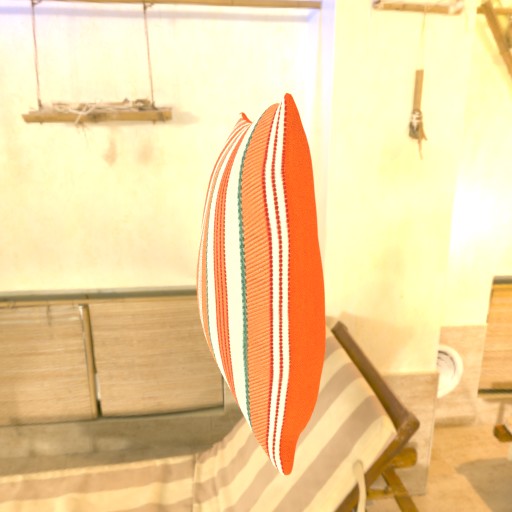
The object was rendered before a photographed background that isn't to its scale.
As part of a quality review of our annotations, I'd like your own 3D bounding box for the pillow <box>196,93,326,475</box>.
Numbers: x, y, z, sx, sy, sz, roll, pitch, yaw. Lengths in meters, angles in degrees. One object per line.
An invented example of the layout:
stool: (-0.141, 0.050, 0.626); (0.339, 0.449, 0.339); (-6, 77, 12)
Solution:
pillow: (0.000, 0.000, 0.675); (0.182, 0.441, 0.440); (-2, 15, -7)
